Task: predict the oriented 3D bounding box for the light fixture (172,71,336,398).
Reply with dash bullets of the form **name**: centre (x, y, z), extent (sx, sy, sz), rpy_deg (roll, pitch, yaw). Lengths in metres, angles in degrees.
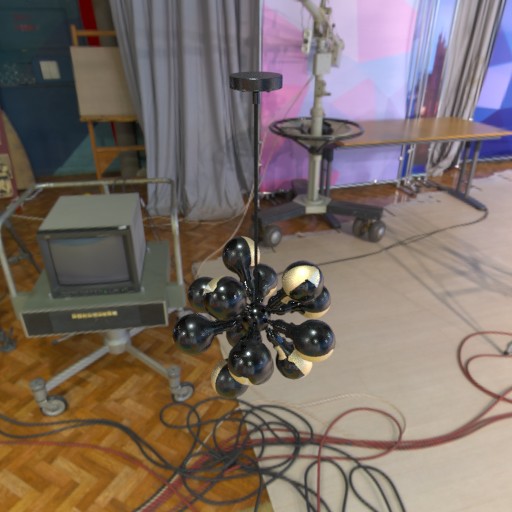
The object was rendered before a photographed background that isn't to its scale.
- **light fixture**: centre (0.000, 0.000, 1.126), extent (0.468, 0.859, 0.420), rpy_deg (19, 35, 30)
